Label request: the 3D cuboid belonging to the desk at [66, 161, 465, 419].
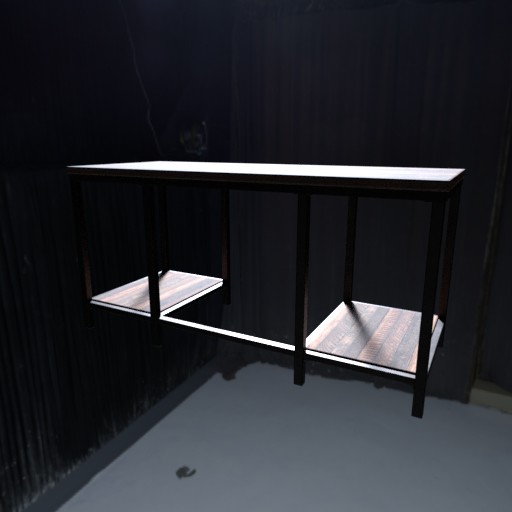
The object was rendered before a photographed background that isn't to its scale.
[{"bbox_3d":[0.000,0.000,1.927,1.538,0.753,0.617,8,16,27],"label":"desk"}]
